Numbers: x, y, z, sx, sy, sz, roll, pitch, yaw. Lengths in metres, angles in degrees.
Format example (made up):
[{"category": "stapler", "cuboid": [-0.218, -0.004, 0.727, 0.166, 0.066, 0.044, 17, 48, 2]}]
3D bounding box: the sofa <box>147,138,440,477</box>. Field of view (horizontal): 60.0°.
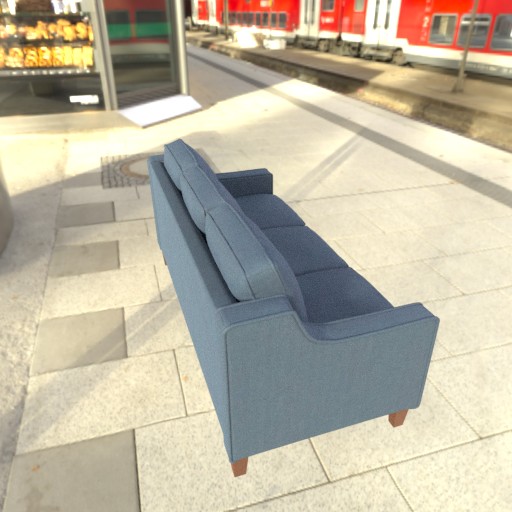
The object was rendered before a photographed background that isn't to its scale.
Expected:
[{"category": "sofa", "cuboid": [0.000, 0.000, 2.527, 0.911, 0.974, 1.986, -10, 31, -16]}]
